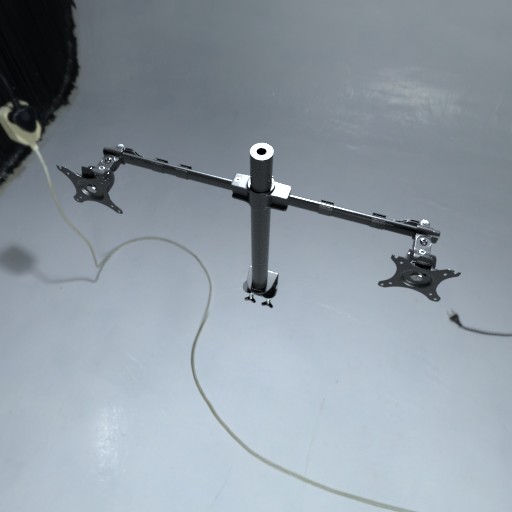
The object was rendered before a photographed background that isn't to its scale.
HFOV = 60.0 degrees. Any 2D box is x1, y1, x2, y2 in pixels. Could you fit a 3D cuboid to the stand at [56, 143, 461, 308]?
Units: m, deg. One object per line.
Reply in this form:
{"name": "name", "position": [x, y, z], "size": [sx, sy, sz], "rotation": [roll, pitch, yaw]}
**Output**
{"name": "stand", "position": [0.000, 0.000, 1.022], "size": [0.743, 0.603, 0.150], "rotation": [16, 60, 10]}
